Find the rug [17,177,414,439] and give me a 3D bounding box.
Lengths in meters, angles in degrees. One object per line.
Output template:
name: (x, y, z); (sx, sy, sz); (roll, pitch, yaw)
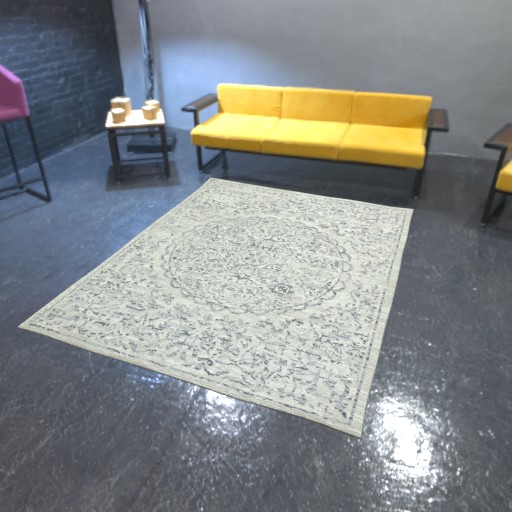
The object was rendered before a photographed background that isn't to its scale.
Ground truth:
rug: (0.000, 0.000, 3.805); (2.343, 0.026, 2.925); (12, 34, 19)
